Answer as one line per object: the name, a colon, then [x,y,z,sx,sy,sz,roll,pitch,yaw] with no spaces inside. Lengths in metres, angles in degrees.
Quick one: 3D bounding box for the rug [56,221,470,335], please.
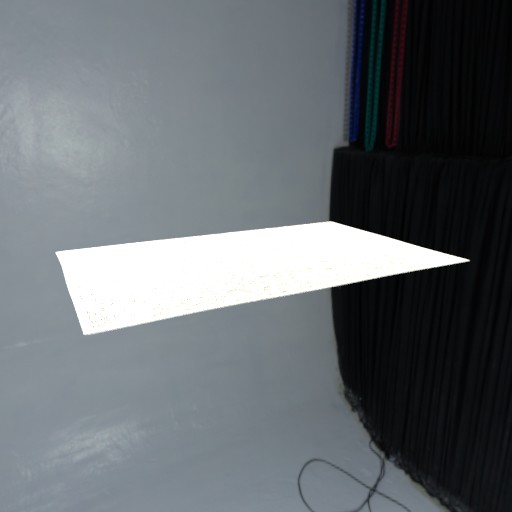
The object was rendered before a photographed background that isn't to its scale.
rug: [0.000,0.000,3.057,2.435,0.012,1.529,-8,17,-27]
